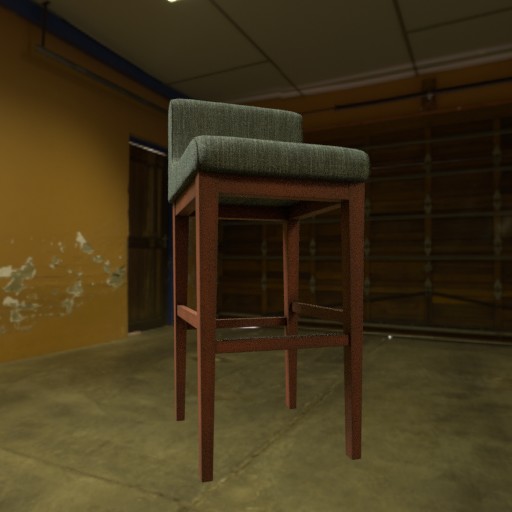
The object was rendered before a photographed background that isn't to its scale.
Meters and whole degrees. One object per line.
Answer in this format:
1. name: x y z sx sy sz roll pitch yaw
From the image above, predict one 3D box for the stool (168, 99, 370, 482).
1. stool: 0.000 0.000 1.208 0.426 0.965 0.499 0 -2 -18
